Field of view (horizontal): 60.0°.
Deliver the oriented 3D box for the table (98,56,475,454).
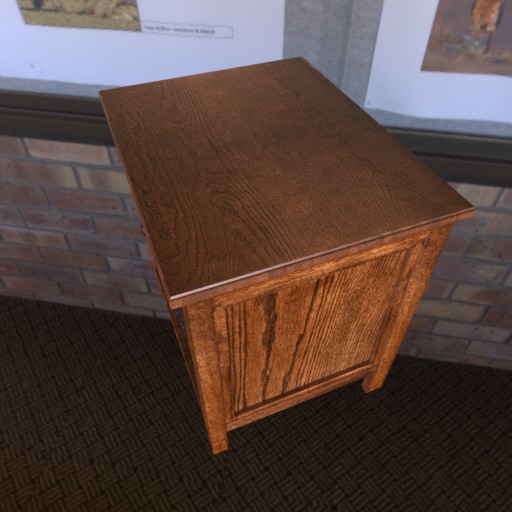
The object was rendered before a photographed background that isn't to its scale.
[{"bbox_3d":[0.000,0.000,0.993,0.461,0.597,0.586,-16,49,-15],"label":"table"}]
